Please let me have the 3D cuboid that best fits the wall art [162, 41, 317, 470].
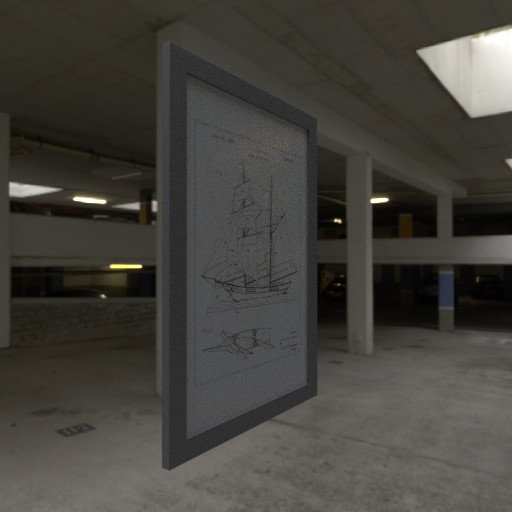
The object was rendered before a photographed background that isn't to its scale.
[{"bbox_3d":[0.000,0.000,0.706,0.013,0.534,0.380,0,0,36],"label":"wall art"}]
